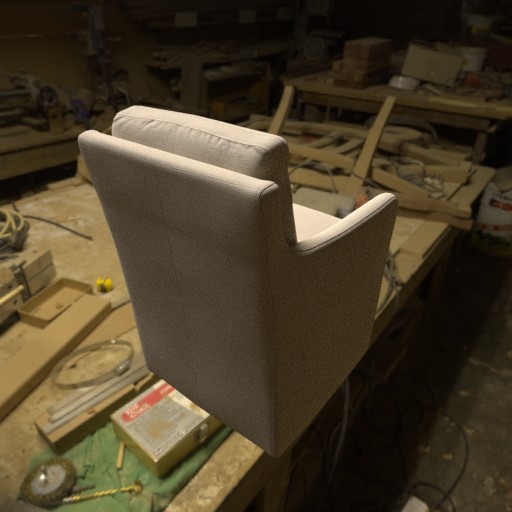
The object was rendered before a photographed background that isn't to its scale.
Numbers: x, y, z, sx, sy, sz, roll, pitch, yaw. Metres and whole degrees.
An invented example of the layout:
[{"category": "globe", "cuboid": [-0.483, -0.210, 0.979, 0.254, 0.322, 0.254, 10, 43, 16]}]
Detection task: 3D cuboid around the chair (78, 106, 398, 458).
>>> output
[{"category": "chair", "cuboid": [0.000, 0.000, 1.364, 0.626, 0.914, 0.694, 22, 38, 32]}]
